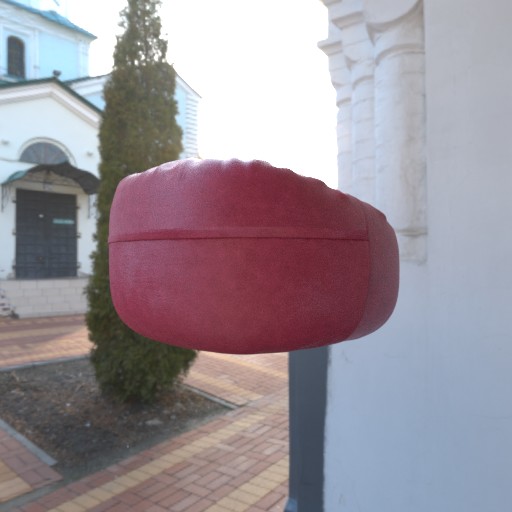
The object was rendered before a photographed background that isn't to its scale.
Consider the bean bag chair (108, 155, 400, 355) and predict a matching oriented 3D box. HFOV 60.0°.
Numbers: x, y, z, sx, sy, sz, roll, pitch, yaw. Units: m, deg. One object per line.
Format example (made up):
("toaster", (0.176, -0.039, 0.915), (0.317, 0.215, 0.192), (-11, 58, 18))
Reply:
("bean bag chair", (0.000, 0.000, 2.448), (1.524, 0.878, 1.524), (0, 0, -36))
